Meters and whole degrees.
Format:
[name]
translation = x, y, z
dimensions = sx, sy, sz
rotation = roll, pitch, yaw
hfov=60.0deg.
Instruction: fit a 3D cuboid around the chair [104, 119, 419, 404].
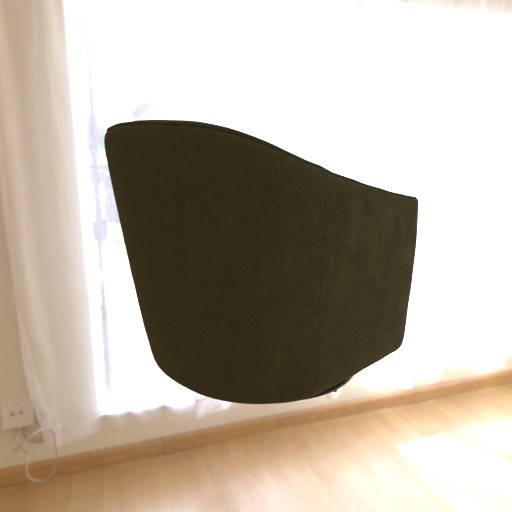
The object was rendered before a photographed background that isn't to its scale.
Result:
[chair]
translation = 0.000, 0.000, 1.442
dimensions = 0.875, 0.799, 0.747
rotation = -11, 17, -43
